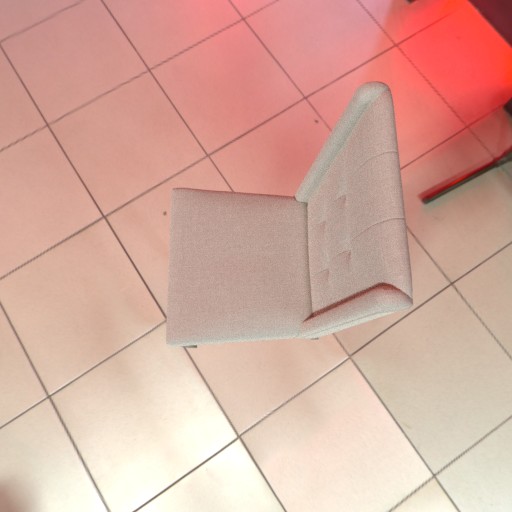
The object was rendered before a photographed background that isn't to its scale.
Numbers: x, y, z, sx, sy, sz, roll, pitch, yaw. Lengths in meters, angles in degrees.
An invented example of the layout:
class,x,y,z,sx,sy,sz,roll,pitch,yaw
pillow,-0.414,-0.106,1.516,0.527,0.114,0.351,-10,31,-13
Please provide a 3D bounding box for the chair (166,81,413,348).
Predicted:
class,x,y,z,sx,sy,sz,roll,pitch,yaw
chair,0.000,0.000,1.236,0.523,0.961,0.474,-1,75,0
